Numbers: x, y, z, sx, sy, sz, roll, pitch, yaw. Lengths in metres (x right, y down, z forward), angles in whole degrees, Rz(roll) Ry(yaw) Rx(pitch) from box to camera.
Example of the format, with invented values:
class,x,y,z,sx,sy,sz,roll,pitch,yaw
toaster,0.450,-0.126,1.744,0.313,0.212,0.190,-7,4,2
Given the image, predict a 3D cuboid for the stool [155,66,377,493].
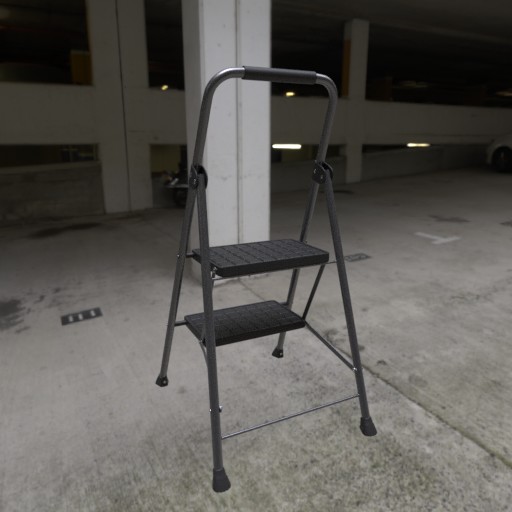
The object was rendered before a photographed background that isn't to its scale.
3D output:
class,x,y,z,sx,sy,sz,roll,pitch,yaw
stool,0.000,0.000,1.146,0.450,0.872,0.514,-7,16,-26
